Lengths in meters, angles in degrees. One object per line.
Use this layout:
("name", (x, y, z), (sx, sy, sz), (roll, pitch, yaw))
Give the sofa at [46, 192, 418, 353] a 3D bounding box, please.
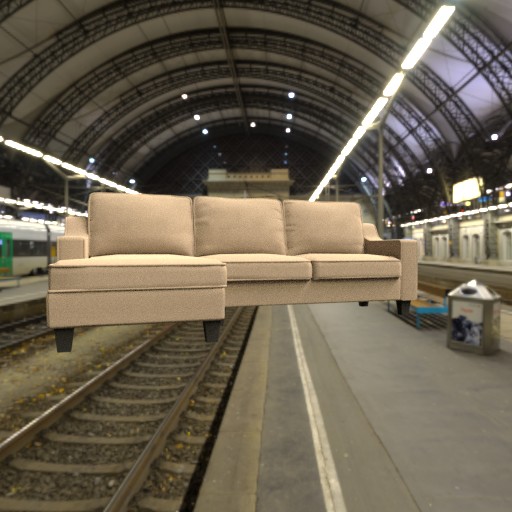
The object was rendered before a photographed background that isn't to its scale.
("sofa", (0.000, 0.000, 3.126), (2.561, 0.928, 1.294), (0, 1, -19))
